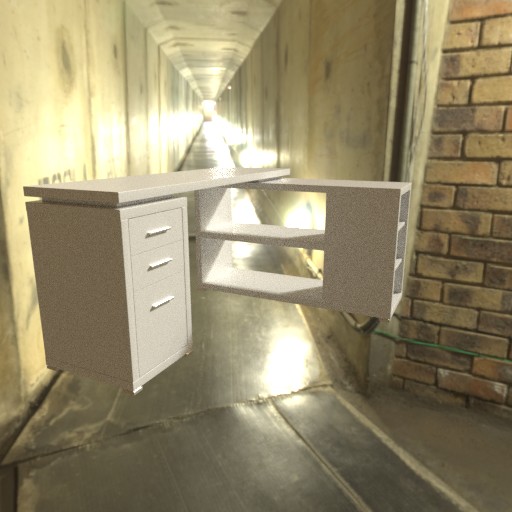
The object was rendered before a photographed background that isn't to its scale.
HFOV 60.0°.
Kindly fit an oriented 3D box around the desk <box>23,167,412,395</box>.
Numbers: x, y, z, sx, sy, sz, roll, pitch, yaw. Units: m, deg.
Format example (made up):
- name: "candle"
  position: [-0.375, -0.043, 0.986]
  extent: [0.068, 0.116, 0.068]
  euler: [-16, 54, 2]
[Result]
- name: "desk"
  position: [0.000, 0.000, 2.160]
  extent: [1.200, 0.753, 1.524]
  euler: [7, 16, 25]
